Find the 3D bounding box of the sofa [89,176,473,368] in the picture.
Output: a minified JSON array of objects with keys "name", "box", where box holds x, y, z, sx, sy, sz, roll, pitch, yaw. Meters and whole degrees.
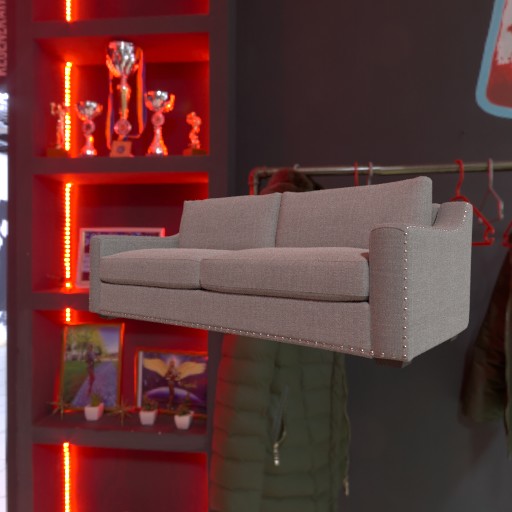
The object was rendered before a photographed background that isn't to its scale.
[{"name":"sofa","box":[0.000,0.000,2.698,2.208,0.857,1.000,0,1,39]}]
